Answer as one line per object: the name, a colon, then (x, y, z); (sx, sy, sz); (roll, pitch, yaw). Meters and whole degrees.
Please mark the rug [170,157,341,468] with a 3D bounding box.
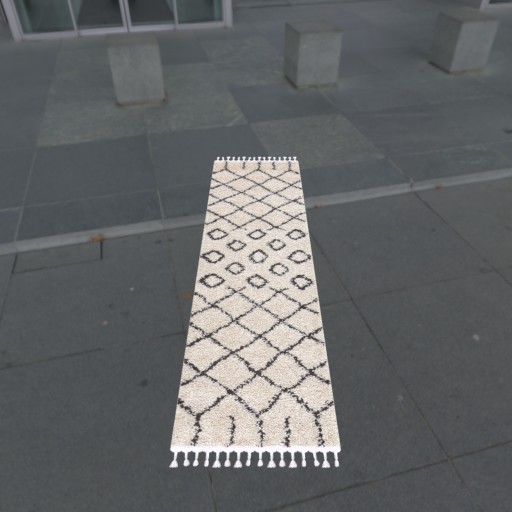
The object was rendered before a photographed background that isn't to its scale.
rug: (0.000, 0.000, 2.606); (0.660, 0.005, 2.464); (0, 40, 0)
